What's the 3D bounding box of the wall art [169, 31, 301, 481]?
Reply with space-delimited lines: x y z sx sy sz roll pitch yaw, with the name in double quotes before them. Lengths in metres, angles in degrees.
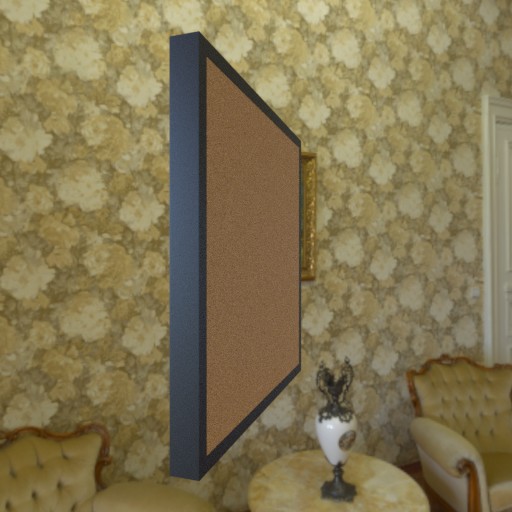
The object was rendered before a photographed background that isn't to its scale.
"wall art" 0.000 0.000 0.746 0.038 0.508 0.508 0 0 19
